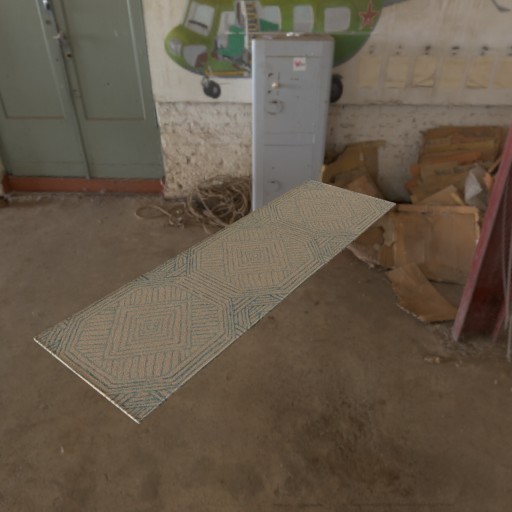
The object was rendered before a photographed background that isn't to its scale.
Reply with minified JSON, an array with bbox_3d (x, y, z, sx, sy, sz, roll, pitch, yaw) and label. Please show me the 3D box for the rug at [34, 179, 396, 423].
[{"bbox_3d":[0.000,0.000,2.716,0.775,0.012,2.452,23,39,31],"label":"rug"}]
